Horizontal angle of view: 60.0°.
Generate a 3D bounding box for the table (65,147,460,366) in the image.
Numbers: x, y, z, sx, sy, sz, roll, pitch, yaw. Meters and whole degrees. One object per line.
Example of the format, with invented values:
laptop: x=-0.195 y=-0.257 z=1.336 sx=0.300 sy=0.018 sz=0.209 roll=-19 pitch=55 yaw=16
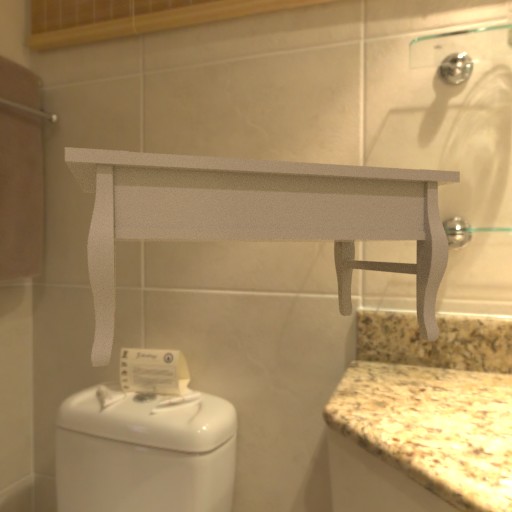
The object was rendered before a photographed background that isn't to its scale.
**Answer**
table: x=0.000 y=0.000 z=1.414 sx=1.062 sy=0.495 sz=0.600 roll=0 pitch=1 yaw=-17
